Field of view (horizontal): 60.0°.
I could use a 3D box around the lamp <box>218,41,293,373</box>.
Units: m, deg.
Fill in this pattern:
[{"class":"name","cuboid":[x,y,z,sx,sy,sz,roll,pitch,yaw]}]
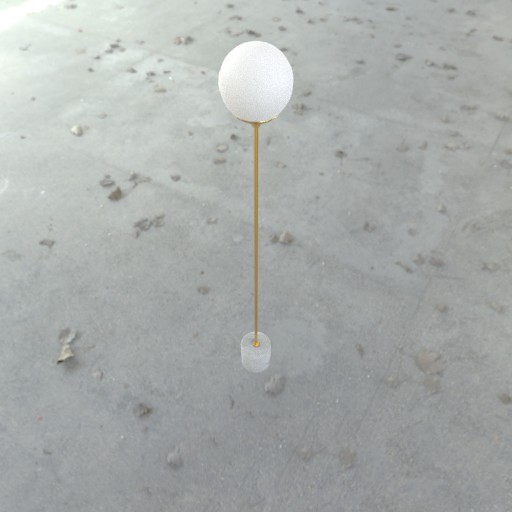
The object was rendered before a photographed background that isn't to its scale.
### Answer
[{"class":"lamp","cuboid":[0.000,0.000,1.886,0.224,1.753,0.224,26,52,22]}]
